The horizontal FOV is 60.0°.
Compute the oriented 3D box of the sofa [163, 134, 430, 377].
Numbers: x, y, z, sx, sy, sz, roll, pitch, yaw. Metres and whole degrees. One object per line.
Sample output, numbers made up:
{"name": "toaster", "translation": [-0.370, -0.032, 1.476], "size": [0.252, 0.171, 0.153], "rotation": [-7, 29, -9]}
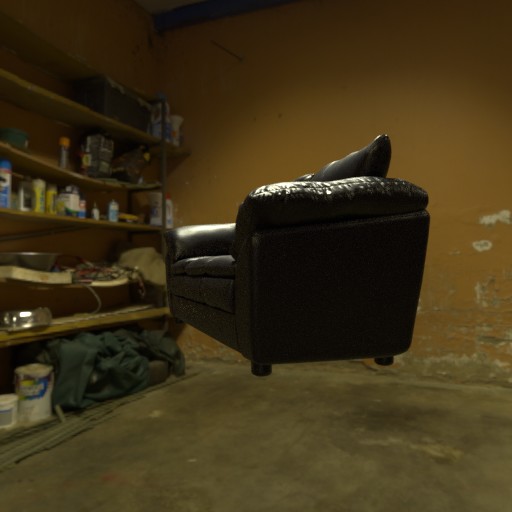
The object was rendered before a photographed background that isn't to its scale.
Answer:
{"name": "sofa", "translation": [0.000, 0.000, 2.889], "size": [0.880, 1.073, 2.336], "rotation": [1, -2, -20]}
